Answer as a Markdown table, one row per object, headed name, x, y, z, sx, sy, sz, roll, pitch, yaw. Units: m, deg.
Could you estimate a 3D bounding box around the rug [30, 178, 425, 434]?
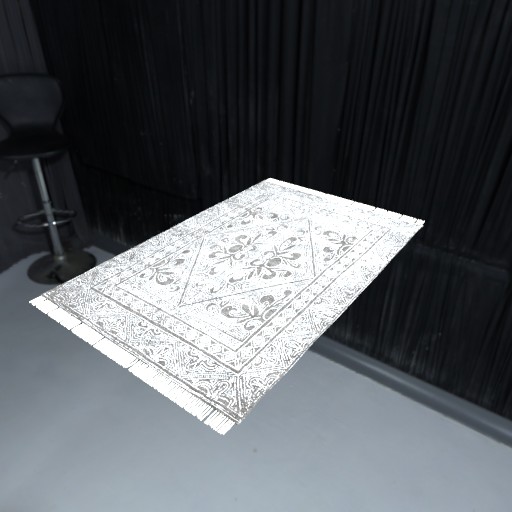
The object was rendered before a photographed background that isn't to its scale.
| name | x | y | z | sx | sy | sz | roll | pitch | yaw |
| --- | --- | --- | --- | --- | --- | --- | --- | --- | --- |
| rug | 0.000 | 0.000 | 3.051 | 1.529 | 0.010 | 2.440 | 22 | 38 | 31 |
